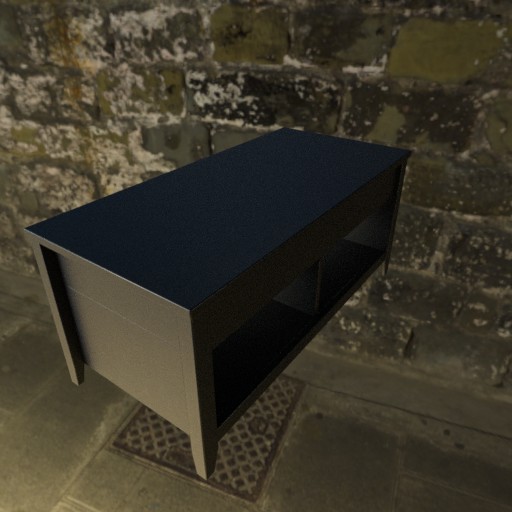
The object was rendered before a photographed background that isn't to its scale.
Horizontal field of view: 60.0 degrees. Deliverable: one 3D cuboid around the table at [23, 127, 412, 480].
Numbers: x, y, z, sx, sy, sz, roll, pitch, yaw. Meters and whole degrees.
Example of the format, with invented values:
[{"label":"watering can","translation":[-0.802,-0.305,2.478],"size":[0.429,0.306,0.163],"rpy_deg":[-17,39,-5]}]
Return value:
[{"label":"table","translation":[0.000,0.000,1.286],"size":[0.483,0.457,1.016],"rpy_deg":[20,36,30]}]
